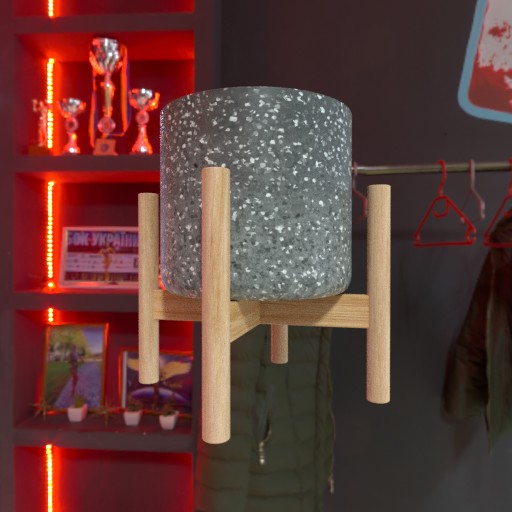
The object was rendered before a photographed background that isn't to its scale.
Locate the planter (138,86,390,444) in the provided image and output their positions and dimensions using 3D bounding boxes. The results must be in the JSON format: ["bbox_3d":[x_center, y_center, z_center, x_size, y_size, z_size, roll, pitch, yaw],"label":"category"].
[{"bbox_3d":[0.000,0.000,0.527,0.284,0.320,0.284,0,1,37],"label":"planter"}]
